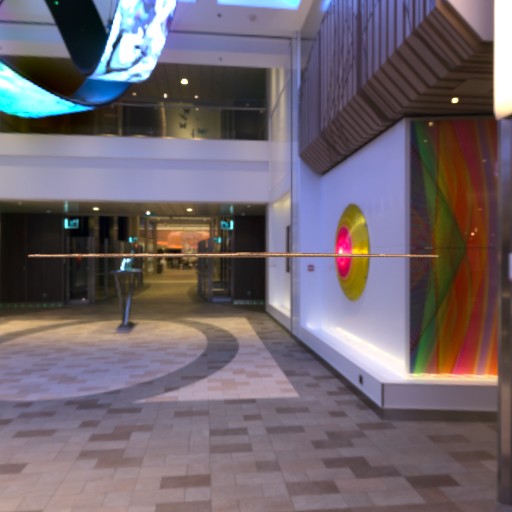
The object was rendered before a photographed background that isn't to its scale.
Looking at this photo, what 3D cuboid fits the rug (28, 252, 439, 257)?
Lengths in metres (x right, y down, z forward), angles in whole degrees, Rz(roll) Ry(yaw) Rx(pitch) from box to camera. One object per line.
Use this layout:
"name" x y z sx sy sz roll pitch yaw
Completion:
"rug" 0.000 0.000 4.157 2.466 0.021 3.049 0 0 37
